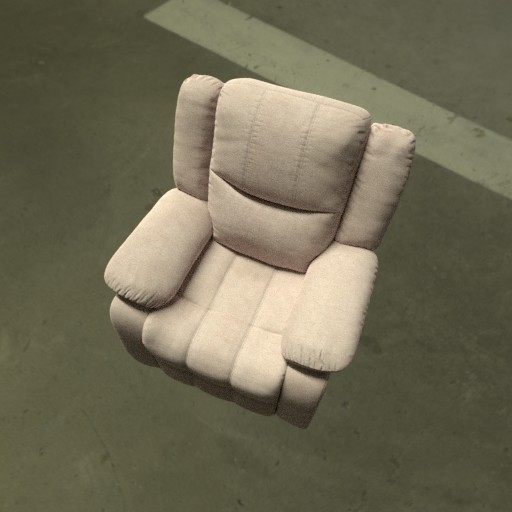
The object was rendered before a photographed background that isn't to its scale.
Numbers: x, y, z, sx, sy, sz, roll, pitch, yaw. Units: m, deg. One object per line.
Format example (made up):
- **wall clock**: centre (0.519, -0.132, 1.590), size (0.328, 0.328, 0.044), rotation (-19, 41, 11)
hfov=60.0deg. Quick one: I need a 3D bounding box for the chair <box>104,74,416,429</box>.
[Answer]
- **chair**: centre (0.000, 0.000, 1.709), size (0.899, 1.008, 0.944), rotation (19, 60, 11)
